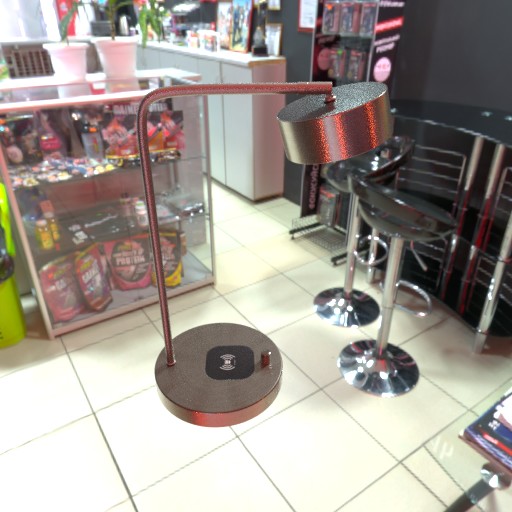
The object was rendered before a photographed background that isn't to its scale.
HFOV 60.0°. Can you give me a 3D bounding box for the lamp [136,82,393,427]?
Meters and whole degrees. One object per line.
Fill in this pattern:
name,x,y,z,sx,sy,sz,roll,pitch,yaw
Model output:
lamp,0.000,0.000,0.635,0.334,0.469,0.211,-1,30,-1
